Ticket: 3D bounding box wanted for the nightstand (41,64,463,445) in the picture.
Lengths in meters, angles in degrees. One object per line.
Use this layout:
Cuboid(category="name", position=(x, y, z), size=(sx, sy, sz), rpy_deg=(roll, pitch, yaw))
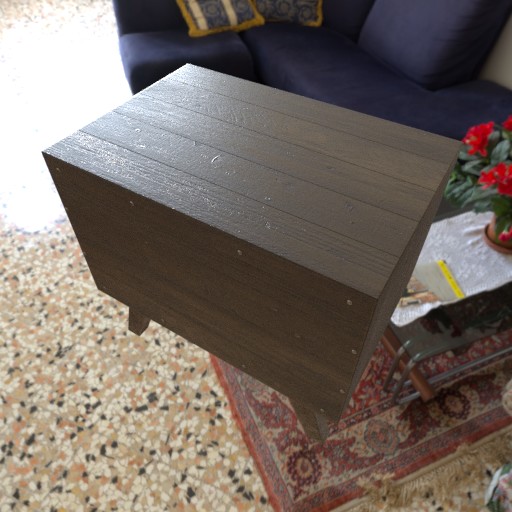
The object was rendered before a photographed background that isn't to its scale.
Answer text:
Cuboid(category="nightstand", position=(0.000, 0.000, 1.040), size=(0.650, 0.599, 0.450), rpy_deg=(24, 51, 21))
